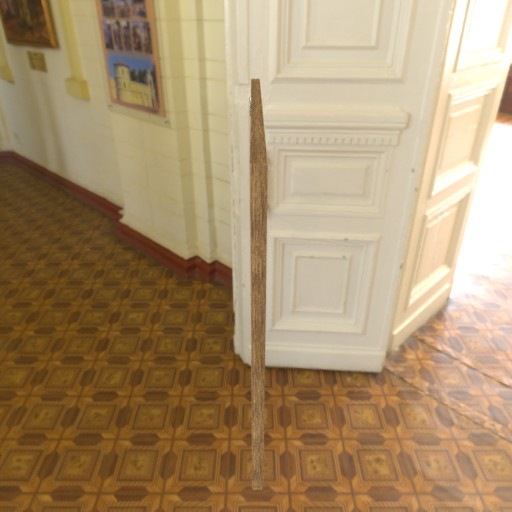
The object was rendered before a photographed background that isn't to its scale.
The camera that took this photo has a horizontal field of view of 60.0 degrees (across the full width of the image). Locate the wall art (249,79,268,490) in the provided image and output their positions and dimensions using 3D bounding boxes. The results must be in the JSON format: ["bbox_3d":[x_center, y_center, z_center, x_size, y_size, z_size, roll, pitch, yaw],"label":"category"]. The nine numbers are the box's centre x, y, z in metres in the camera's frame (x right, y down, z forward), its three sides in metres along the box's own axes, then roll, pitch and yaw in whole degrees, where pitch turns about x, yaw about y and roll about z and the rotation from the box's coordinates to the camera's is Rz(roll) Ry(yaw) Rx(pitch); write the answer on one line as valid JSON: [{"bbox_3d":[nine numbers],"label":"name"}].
[{"bbox_3d":[0.000,0.000,0.836,0.021,0.576,0.561,0,30,0],"label":"wall art"}]
